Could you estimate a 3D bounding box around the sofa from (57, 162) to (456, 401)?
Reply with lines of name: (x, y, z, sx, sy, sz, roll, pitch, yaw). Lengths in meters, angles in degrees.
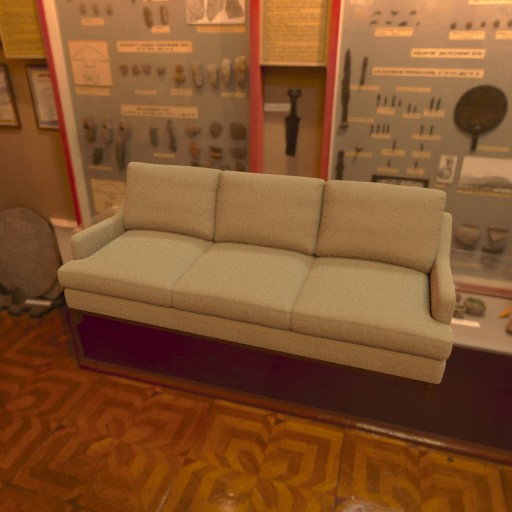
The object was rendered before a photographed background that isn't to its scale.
sofa: (0.000, 0.000, 2.831, 2.321, 0.913, 1.000, 8, 28, 16)
